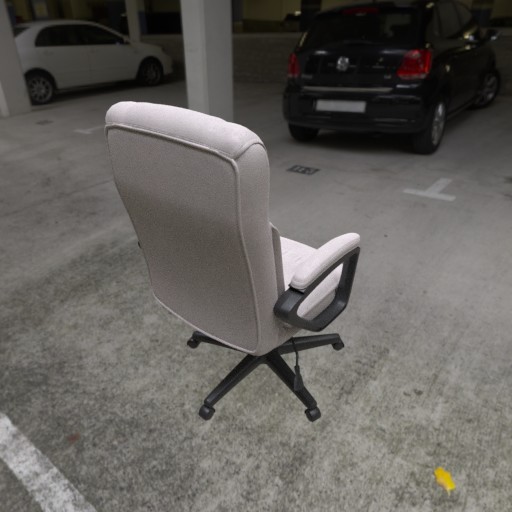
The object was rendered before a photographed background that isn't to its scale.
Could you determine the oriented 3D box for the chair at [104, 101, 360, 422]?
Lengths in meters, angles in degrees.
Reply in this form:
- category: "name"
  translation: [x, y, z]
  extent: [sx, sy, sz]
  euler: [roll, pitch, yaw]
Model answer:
- category: "chair"
  translation: [0.000, 0.000, 1.534]
  extent: [0.667, 1.105, 0.724]
  euler: [22, 38, 32]
